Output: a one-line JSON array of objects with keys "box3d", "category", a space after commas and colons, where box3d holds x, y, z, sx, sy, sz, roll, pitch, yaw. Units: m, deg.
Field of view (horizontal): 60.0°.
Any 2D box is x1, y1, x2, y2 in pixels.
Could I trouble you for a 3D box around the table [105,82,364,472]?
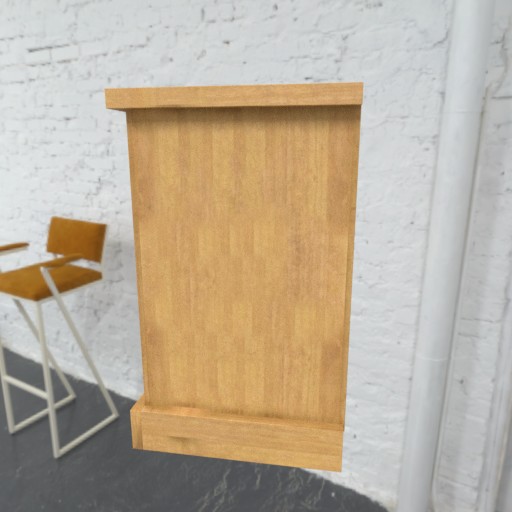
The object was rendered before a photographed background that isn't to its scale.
[{"box3d": [0.000, 0.000, 1.241, 0.500, 0.813, 0.660, 2, 14, 9], "category": "table"}]
